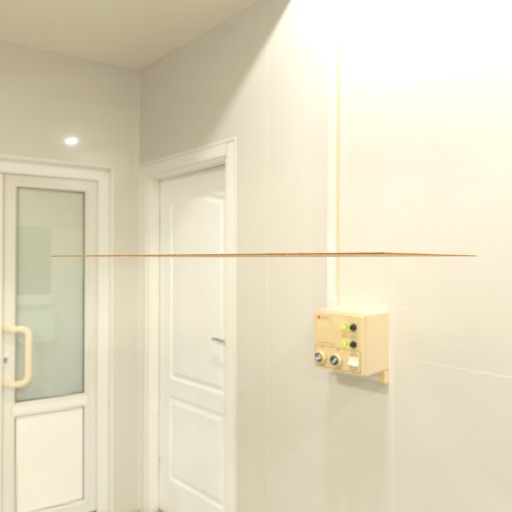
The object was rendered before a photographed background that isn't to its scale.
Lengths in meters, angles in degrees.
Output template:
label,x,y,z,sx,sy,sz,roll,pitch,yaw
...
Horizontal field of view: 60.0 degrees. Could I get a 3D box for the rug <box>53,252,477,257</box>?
label,x,y,z,sx,sy,sz,roll,pitch,yaw
rug,0.000,0.000,2.901,2.336,0.007,1.525,0,-1,38
